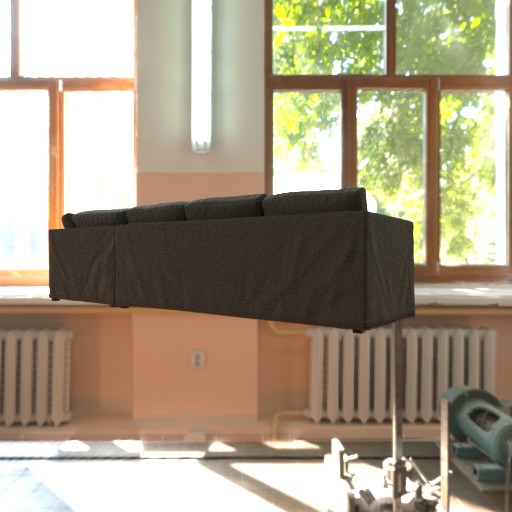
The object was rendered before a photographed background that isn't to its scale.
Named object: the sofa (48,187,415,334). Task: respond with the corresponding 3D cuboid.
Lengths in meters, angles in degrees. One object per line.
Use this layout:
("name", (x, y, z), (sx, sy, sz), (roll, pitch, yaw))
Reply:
("sofa", (0.000, 0.000, 4.310), (3.182, 0.871, 2.432), (0, 0, 35))
